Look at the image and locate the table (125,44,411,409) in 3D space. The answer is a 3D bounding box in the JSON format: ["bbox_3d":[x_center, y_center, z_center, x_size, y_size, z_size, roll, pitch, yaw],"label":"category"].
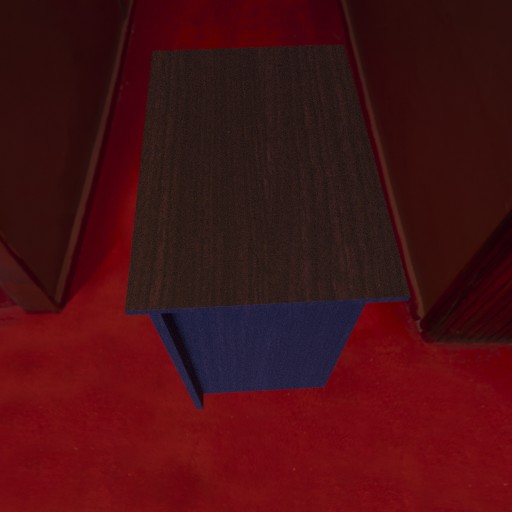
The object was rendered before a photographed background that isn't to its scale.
[{"bbox_3d":[0.000,0.000,1.079,0.406,0.711,0.591,-3,59,-2],"label":"table"}]
